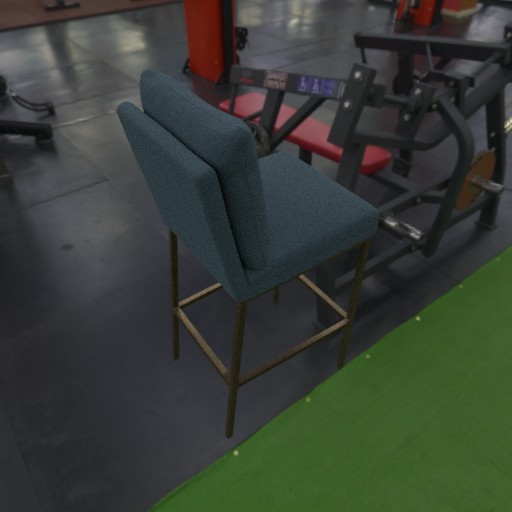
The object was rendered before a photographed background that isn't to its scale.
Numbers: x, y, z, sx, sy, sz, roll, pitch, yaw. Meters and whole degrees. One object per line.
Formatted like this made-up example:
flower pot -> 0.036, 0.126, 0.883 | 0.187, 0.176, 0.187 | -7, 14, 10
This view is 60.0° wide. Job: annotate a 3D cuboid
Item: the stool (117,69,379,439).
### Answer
stool -> 0.000, 0.000, 1.416 | 0.568, 1.124, 0.463 | -25, 47, -26
